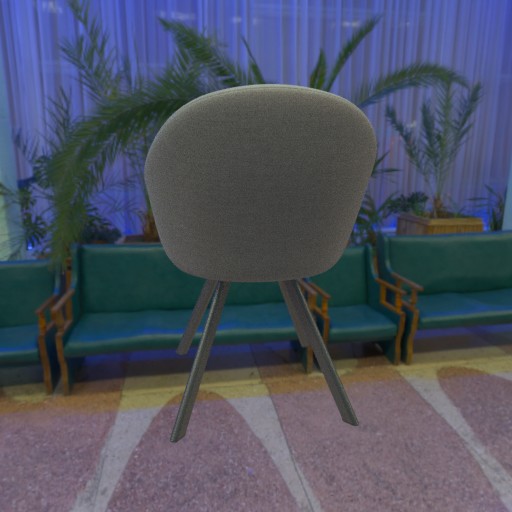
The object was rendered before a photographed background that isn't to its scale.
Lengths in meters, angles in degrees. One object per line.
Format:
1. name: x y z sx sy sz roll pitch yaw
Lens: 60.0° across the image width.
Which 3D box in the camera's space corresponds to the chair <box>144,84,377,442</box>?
1. chair: 0.000 0.000 1.159 0.540 0.780 0.570 -2 14 -8
